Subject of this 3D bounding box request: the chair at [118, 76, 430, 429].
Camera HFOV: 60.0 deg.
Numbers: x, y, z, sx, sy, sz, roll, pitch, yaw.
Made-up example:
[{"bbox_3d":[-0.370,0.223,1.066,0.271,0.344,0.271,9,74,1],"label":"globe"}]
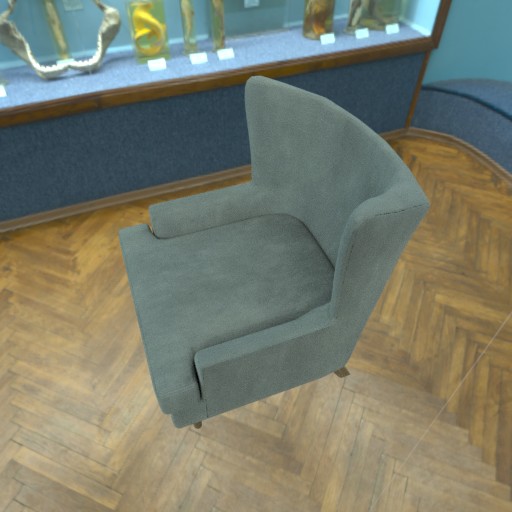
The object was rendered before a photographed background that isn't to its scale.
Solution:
[{"bbox_3d":[0.000,0.000,1.592,0.906,0.950,0.784,-15,49,-14],"label":"chair"}]
